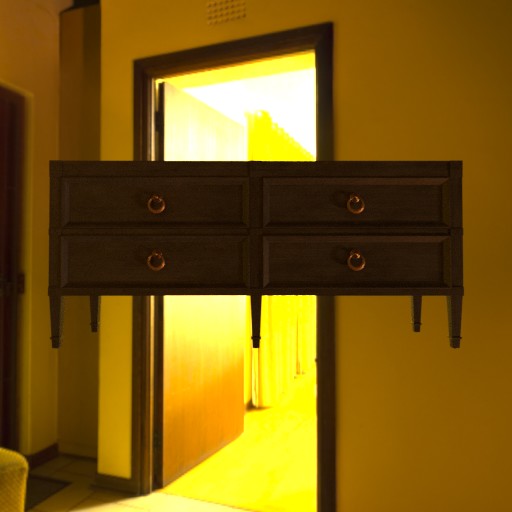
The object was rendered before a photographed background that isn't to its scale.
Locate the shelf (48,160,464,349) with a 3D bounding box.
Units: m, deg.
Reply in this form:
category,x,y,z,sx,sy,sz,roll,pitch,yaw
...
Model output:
category,x,y,z,sx,sy,sz,roll,pitch,yaw
shelf,0.000,0.000,1.903,1.575,0.719,0.479,0,-1,0
